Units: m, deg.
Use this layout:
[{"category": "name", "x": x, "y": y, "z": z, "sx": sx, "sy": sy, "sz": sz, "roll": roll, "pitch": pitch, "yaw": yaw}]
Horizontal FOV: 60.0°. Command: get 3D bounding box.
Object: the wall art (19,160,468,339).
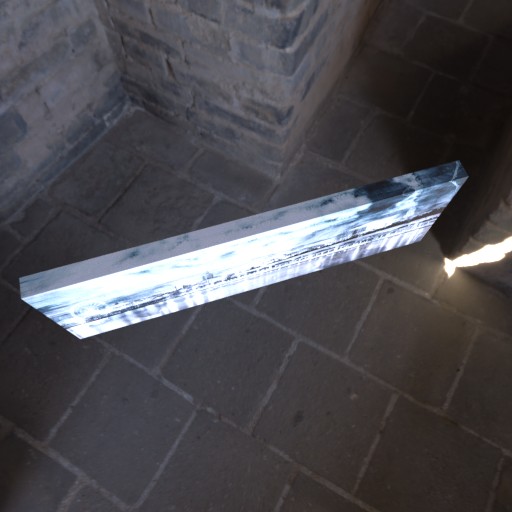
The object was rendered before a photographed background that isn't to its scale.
[{"category": "wall art", "x": 0.000, "y": 0.000, "z": 0.842, "sx": 0.759, "sy": 0.251, "sz": 0.037, "roll": -16, "pitch": 66, "yaw": -7}]
